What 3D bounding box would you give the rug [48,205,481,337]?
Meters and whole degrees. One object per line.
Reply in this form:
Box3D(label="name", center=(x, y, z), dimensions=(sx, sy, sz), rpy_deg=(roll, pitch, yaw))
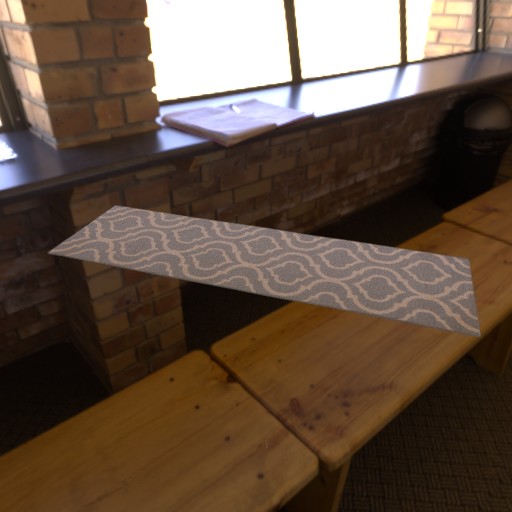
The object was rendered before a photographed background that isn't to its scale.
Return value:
Box3D(label="rug", center=(0.000, 0.000, 2.495), dimensions=(2.275, 0.009, 0.684), rpy_deg=(10, 32, 16))
